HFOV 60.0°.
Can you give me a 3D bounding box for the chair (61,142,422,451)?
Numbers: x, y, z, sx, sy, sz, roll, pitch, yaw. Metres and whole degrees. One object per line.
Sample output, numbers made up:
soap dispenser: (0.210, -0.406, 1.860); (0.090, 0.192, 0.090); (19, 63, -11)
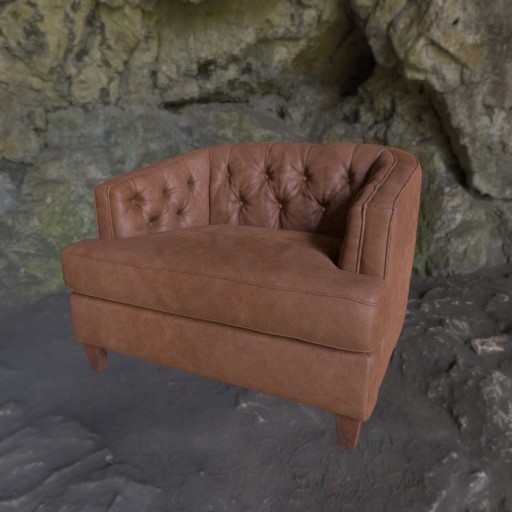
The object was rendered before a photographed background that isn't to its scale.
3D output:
chair: (0.000, 0.000, 1.692); (1.119, 0.836, 0.911); (7, 17, 26)
